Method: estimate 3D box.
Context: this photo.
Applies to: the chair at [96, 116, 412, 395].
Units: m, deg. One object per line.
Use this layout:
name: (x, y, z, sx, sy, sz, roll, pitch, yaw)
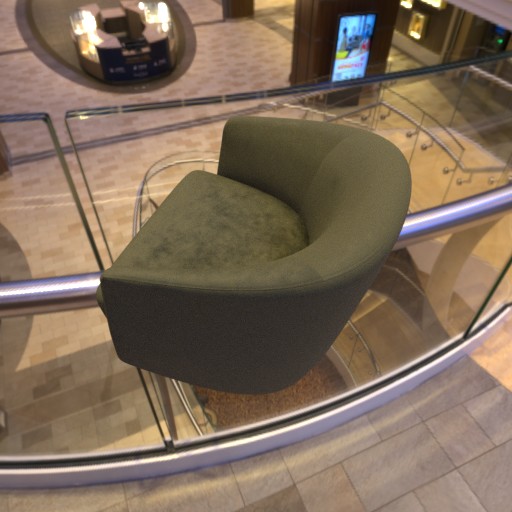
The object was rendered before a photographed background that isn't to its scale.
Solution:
chair: (0.000, 0.000, 1.355, 0.767, 0.698, 0.773, 15, 48, 14)
